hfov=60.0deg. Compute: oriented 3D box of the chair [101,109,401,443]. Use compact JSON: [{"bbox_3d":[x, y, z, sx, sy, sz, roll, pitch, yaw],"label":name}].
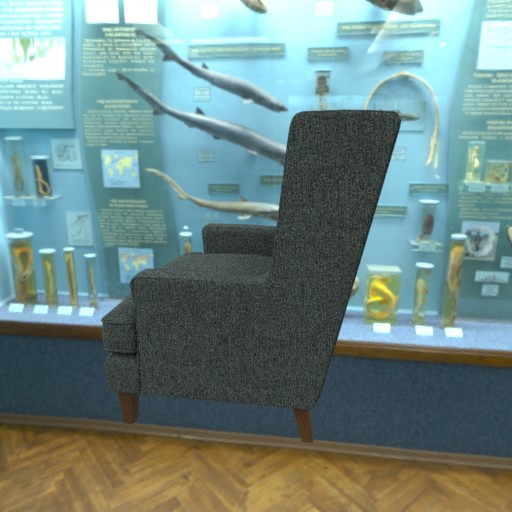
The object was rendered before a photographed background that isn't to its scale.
[{"bbox_3d":[0.000,0.000,1.810,0.927,1.082,0.942,2,15,9],"label":"chair"}]
